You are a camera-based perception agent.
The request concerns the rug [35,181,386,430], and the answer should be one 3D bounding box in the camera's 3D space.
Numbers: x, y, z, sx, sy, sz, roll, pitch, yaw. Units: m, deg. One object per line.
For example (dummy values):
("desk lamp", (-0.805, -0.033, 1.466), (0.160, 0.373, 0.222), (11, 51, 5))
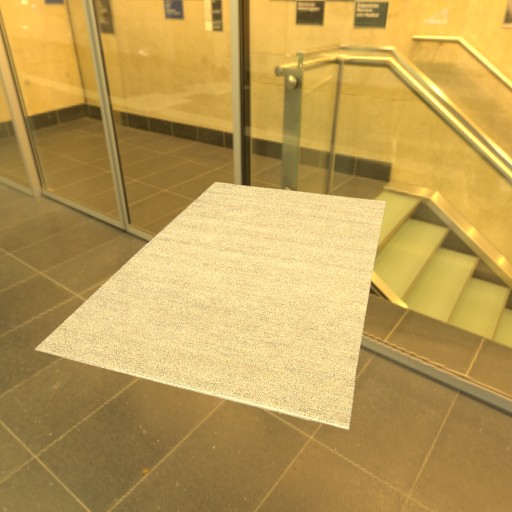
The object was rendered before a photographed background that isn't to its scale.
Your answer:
("rug", (0.000, 0.000, 2.257), (1.179, 0.022, 1.820), (9, 32, 15))
